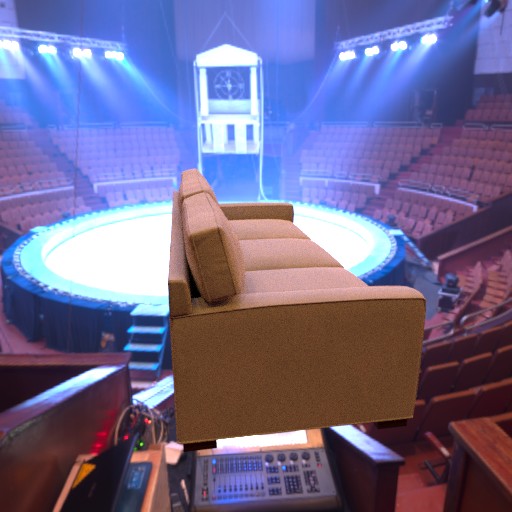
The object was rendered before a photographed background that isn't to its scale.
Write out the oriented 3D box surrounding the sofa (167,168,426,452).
[{"bbox_3d":[0.000,0.000,2.555,0.935,0.862,2.088,-3,17,-9],"label":"sofa"}]
